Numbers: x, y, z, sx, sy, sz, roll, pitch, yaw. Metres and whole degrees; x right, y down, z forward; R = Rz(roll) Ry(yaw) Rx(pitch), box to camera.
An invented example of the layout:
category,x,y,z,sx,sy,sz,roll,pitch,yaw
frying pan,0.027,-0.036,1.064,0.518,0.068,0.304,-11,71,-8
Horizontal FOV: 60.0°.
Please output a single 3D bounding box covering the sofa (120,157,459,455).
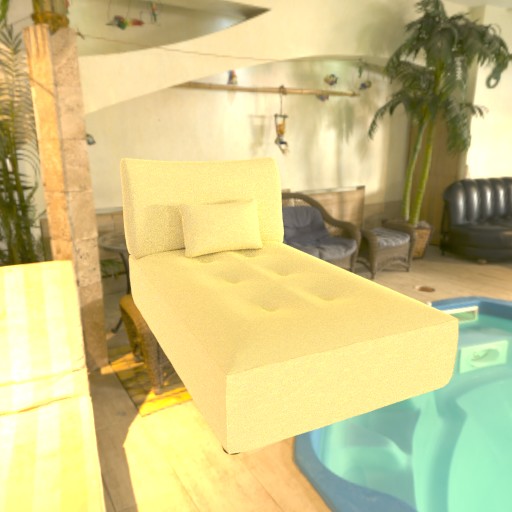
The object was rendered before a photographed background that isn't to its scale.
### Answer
category,x,y,z,sx,sy,sz,roll,pitch,yaw
sofa,0.000,0.000,1.993,0.930,0.820,1.450,-7,17,-25
